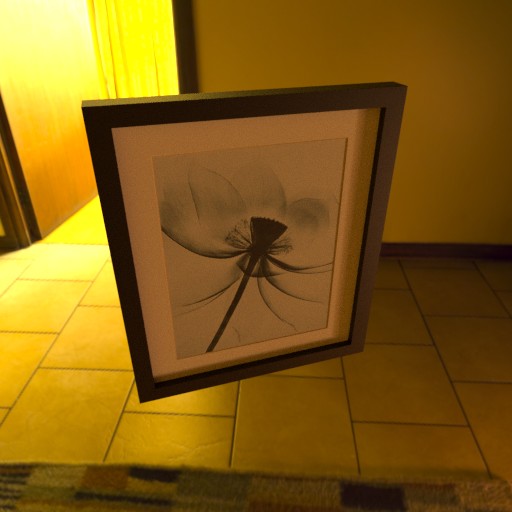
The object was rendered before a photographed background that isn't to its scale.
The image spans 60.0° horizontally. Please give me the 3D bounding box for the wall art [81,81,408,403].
[{"bbox_3d":[0.000,0.000,0.541,0.330,0.381,0.029,-9,32,-15],"label":"wall art"}]
